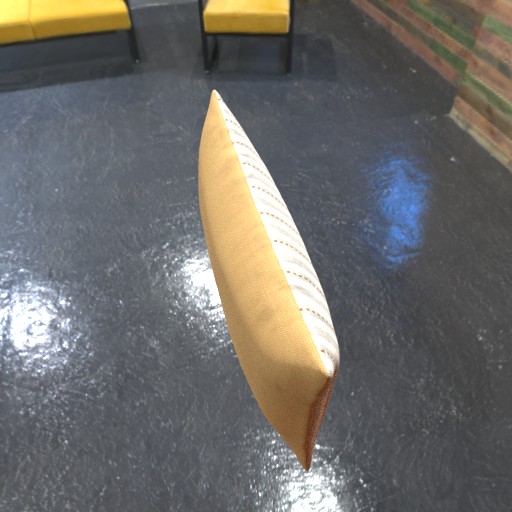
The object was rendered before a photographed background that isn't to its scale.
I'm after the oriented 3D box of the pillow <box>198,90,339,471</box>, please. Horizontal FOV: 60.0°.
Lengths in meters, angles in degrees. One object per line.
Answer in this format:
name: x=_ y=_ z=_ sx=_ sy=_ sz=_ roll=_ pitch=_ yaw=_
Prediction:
pillow: x=0.000 y=0.000 z=0.736 sx=0.151 sy=0.291 sz=0.608 roll=-11 pitch=48 yaw=-10
